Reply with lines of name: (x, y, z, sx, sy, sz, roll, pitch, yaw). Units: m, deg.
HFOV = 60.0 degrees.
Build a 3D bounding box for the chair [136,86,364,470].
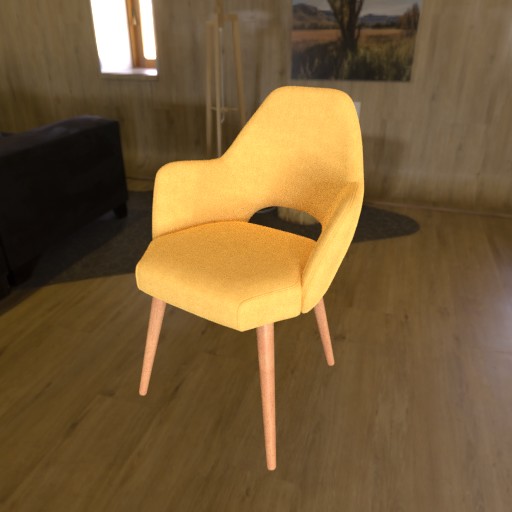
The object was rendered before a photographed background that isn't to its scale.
chair: (0.000, 0.000, 1.241, 0.590, 0.840, 0.610, 17, 31, 30)
